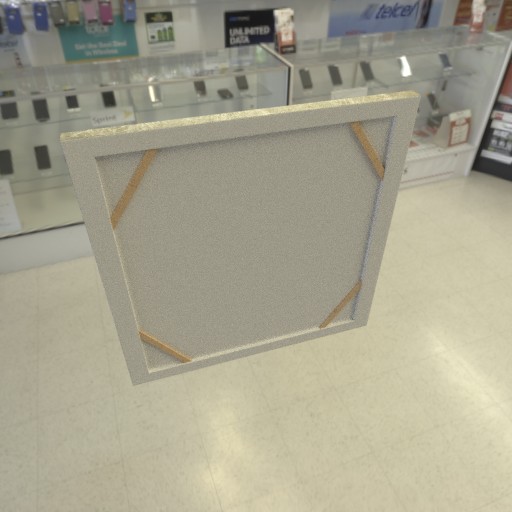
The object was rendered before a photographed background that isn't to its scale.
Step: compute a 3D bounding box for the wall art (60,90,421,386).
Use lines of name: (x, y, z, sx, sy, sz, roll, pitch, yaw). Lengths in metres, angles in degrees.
wall art: (0.000, 0.000, 1.651, 1.092, 1.091, 0.051, -12, 41, -14)
